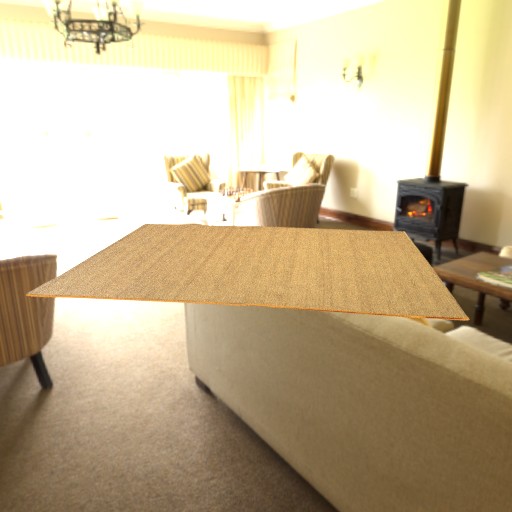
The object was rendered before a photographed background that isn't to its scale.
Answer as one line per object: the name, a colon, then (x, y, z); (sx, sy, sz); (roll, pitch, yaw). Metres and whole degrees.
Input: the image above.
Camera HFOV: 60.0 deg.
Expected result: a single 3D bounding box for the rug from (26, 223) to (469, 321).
rug: (0.000, 0.000, 4.279); (3.202, 0.045, 2.434); (2, 17, 8)
